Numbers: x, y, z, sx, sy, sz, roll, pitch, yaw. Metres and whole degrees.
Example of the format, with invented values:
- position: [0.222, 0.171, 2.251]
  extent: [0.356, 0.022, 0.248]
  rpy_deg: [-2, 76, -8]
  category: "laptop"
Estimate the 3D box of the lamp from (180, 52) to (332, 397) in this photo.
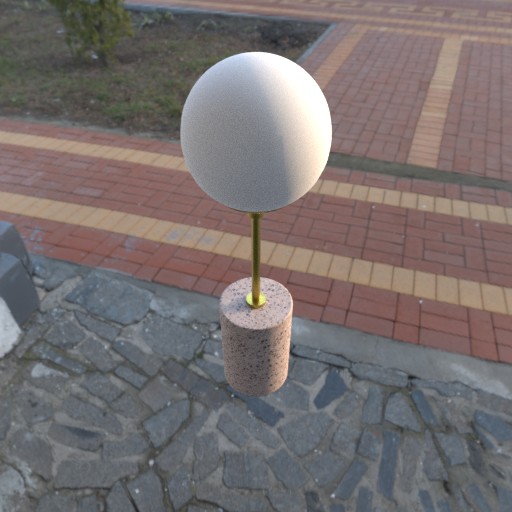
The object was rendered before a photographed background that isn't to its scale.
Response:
- position: [0.000, 0.000, 0.560]
  extent: [0.153, 0.480, 0.153]
  rpy_deg: [0, 40, 0]
  category: "lamp"
